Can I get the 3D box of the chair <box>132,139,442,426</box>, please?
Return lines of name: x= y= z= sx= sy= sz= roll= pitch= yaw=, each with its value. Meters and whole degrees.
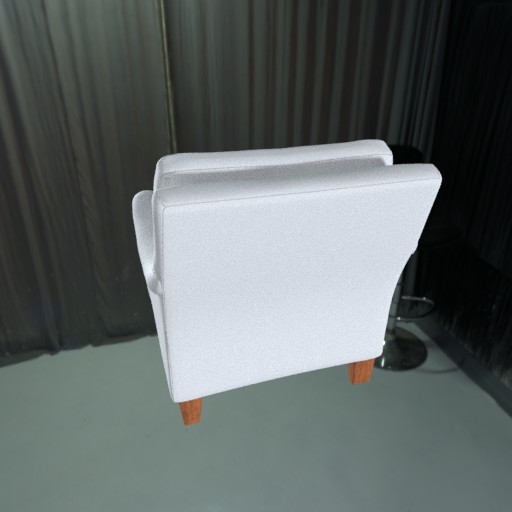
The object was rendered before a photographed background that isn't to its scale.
chair: x=0.000 y=0.000 z=1.883 sx=0.955 sy=1.038 sz=1.070 roll=-8 pitch=28 yaw=-16
